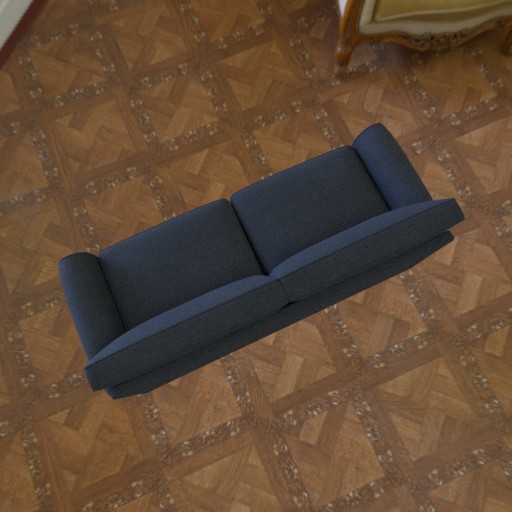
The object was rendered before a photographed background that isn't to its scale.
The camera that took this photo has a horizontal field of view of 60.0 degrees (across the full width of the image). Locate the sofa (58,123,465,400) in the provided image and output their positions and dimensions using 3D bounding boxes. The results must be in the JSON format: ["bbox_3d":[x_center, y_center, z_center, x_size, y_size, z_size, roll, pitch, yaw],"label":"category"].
[{"bbox_3d":[0.000,0.000,2.910,2.391,1.026,0.954,-24,77,-6],"label":"sofa"}]
